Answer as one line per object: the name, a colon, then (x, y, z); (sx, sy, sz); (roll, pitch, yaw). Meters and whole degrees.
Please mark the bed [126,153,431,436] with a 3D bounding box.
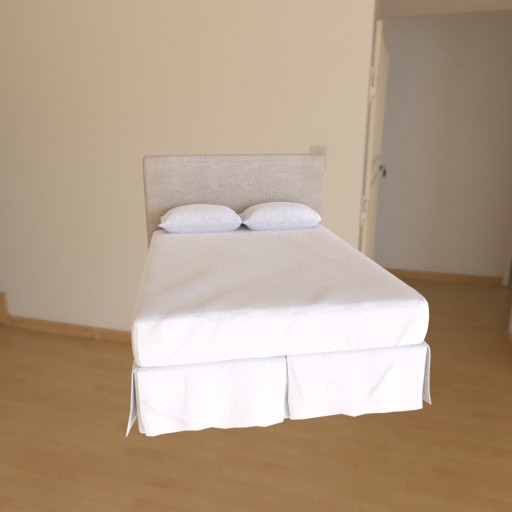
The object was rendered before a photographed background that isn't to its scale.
bed: (0.000, 0.000, 3.230); (1.713, 1.330, 2.162); (-3, 17, -9)
